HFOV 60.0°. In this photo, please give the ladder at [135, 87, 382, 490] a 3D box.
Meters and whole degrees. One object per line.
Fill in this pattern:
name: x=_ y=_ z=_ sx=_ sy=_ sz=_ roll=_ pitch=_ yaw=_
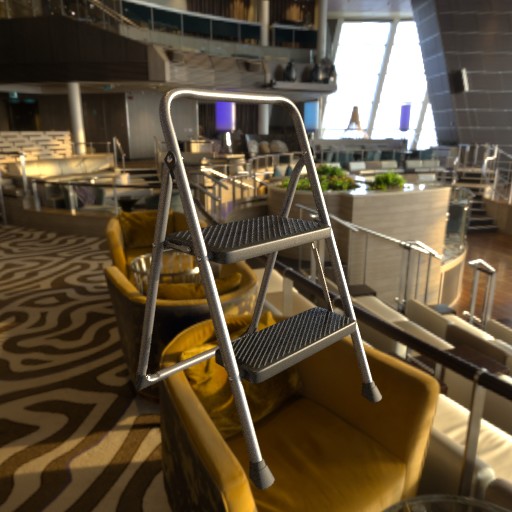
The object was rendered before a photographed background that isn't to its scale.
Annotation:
ladder: x=0.000 y=0.000 z=1.021 sx=0.430 sy=0.720 sz=0.472 roll=-15 pitch=21 yaw=-42
